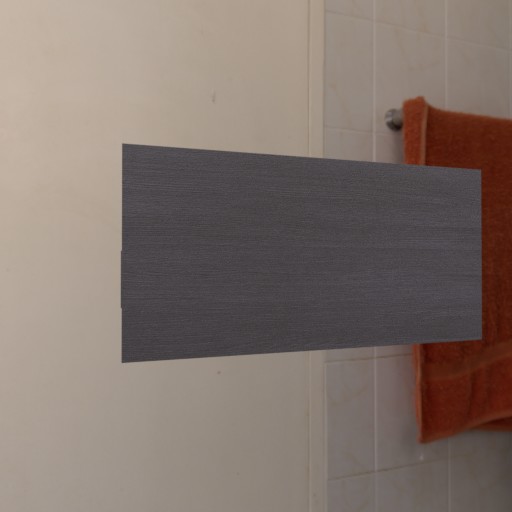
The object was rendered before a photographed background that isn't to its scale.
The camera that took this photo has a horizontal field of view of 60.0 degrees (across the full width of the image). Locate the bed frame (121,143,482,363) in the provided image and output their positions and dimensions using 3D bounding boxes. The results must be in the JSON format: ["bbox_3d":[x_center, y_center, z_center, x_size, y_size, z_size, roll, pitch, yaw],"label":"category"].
[{"bbox_3d":[0.000,0.000,2.787,1.622,0.800,1.960,0,-1,-17],"label":"bed frame"}]
